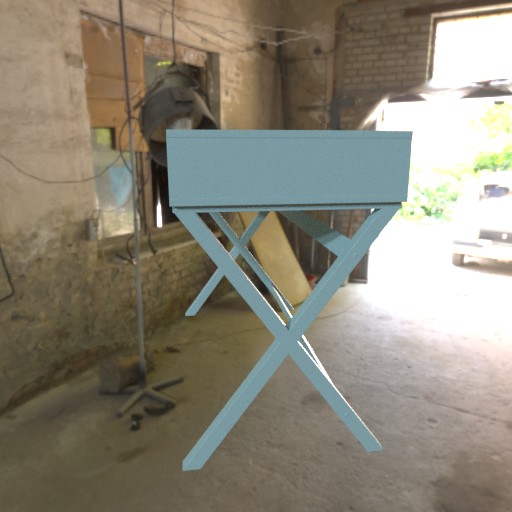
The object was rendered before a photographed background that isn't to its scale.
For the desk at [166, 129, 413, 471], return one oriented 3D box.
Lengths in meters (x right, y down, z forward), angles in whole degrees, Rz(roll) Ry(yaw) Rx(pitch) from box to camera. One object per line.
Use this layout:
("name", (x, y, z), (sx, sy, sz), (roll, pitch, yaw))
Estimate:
("desk", (0.000, 0.000, 1.486), (0.509, 0.780, 1.059), (-2, 14, -8))
